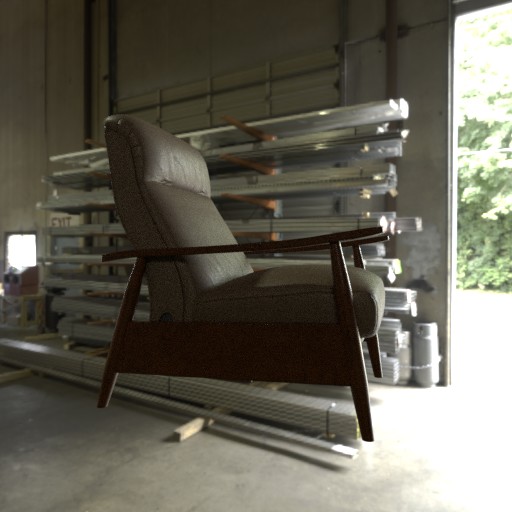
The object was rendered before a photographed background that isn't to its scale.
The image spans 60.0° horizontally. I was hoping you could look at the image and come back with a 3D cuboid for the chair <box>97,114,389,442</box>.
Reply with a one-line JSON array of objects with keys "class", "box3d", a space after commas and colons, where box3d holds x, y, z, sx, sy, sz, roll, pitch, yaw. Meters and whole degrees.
[{"class": "chair", "box3d": [0.000, 0.000, 1.785, 1.014, 1.082, 0.762, 0, 0, 18]}]
